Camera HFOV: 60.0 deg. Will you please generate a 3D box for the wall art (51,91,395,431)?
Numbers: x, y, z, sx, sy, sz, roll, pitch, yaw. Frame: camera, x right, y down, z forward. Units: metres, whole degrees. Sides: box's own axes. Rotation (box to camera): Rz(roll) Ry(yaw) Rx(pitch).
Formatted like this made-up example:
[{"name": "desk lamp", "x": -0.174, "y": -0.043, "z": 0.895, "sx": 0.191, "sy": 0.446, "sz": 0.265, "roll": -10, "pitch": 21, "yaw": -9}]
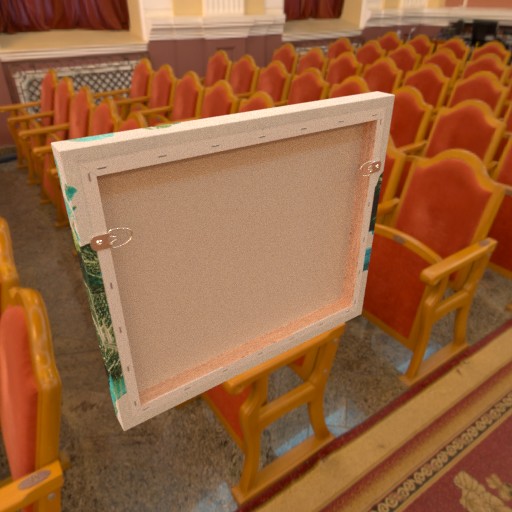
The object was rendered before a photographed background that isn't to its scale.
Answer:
[{"name": "wall art", "x": 0.000, "y": 0.000, "z": 0.696, "sx": 0.507, "sy": 0.435, "sz": 0.041, "roll": -19, "pitch": 36, "yaw": -29}]
